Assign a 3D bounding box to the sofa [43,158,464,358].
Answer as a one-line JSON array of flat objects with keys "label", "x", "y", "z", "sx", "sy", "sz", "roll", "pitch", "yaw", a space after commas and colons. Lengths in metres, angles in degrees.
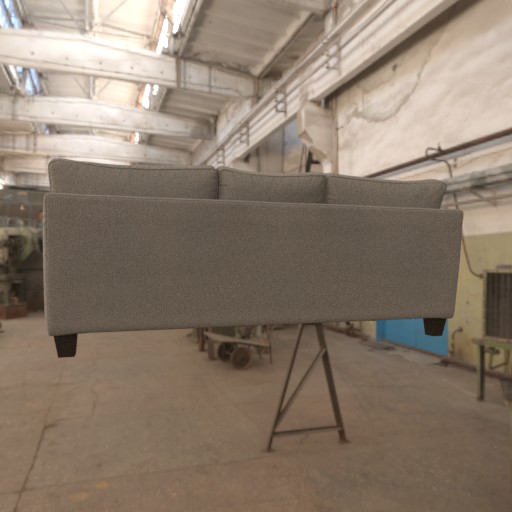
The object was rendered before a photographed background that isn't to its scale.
[{"label": "sofa", "x": 0.000, "y": 0.000, "z": 2.787, "sx": 2.323, "sy": 0.991, "sz": 1.016, "roll": 0, "pitch": -1, "yaw": -17}]
